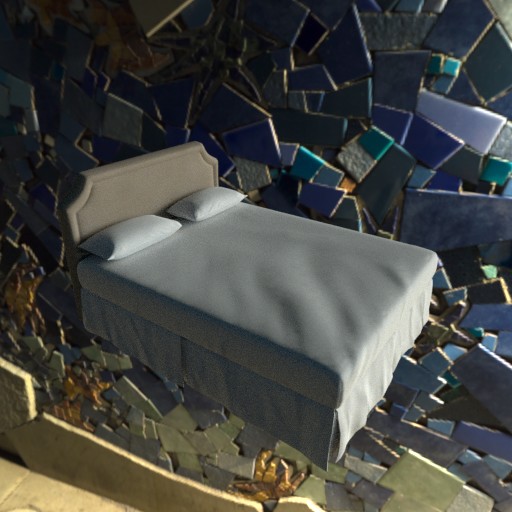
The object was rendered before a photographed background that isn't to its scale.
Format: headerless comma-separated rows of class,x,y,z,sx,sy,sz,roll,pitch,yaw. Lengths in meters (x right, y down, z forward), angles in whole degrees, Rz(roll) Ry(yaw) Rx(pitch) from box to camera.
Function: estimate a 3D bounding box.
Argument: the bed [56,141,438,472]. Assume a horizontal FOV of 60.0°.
bed,0.000,0.000,3.594,2.498,1.293,1.977,18,32,31
